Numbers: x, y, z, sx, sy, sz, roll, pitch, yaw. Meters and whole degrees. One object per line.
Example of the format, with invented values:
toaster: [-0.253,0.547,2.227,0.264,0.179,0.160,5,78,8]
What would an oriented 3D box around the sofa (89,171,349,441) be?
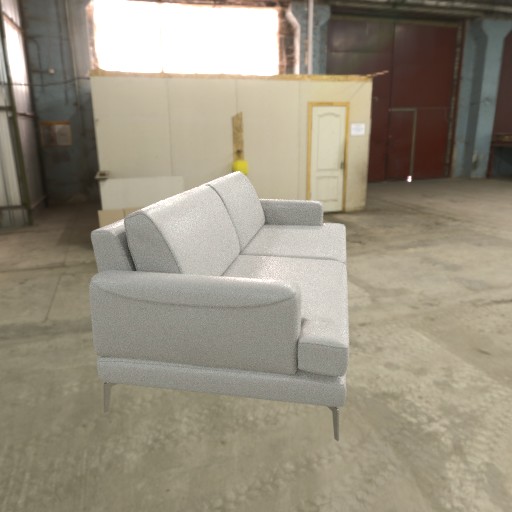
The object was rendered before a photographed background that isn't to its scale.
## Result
sofa: [0.000,0.000,2.406,0.974,0.765,1.940,3,16,10]
